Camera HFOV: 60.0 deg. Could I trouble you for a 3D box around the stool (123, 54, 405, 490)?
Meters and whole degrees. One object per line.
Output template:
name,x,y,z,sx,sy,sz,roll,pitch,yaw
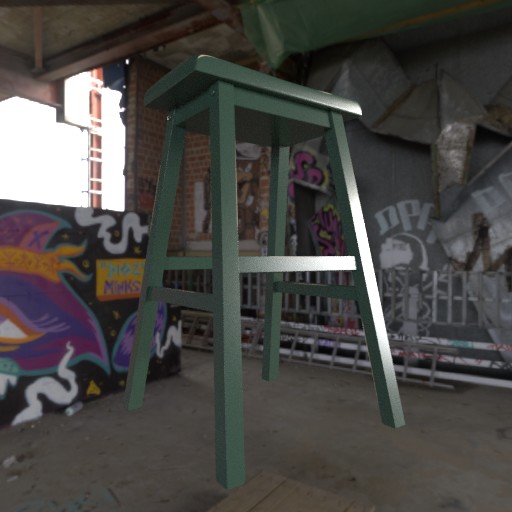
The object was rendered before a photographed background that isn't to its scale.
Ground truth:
stool,0.000,0.000,1.022,0.457,0.737,0.476,0,0,-36
